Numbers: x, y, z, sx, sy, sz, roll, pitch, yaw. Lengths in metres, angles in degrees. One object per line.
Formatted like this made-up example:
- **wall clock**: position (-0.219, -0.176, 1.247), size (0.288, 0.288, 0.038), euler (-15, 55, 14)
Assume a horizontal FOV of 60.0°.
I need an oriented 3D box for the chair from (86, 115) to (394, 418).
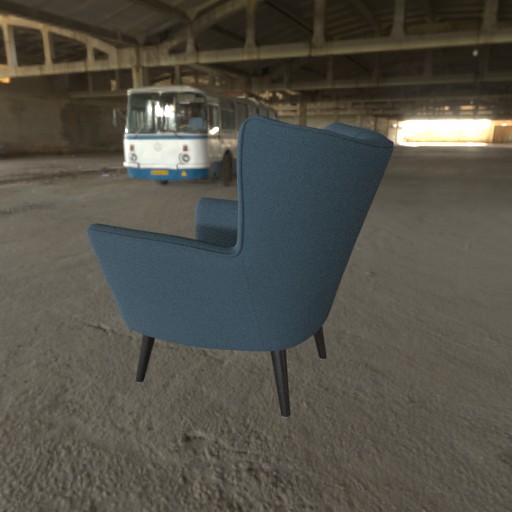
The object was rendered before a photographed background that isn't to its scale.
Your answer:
- **chair**: position (0.000, 0.000, 1.593), size (0.888, 0.933, 0.781), euler (7, 17, 24)
